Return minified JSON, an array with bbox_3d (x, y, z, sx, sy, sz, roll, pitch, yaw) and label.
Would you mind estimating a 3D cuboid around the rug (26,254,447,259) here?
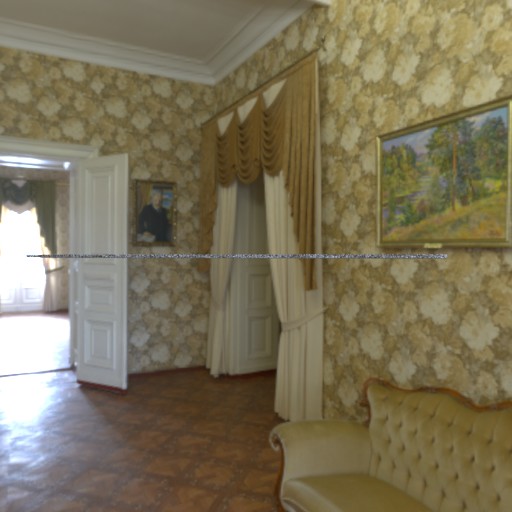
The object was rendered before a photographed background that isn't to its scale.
[{"bbox_3d":[0.000,0.000,4.130,3.000,0.025,2.401,0,0,16],"label":"rug"}]
